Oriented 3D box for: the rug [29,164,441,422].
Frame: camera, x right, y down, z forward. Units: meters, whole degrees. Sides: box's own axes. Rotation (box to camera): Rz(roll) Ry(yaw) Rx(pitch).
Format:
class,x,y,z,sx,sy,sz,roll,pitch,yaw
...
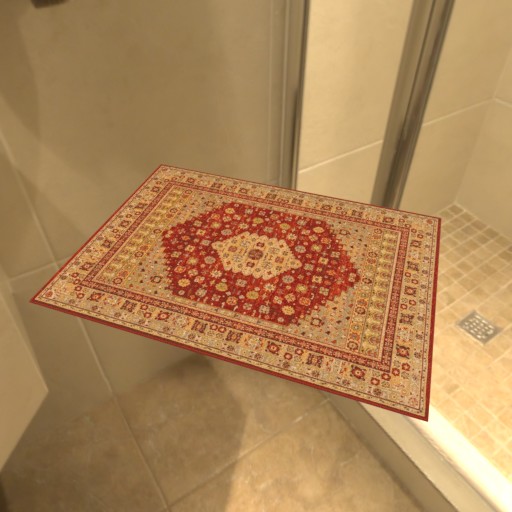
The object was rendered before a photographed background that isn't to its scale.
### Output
class,x,y,z,sx,sy,sz,roll,pitch,yaw
rug,0.000,0.000,2.835,2.211,0.013,1.593,13,44,14
